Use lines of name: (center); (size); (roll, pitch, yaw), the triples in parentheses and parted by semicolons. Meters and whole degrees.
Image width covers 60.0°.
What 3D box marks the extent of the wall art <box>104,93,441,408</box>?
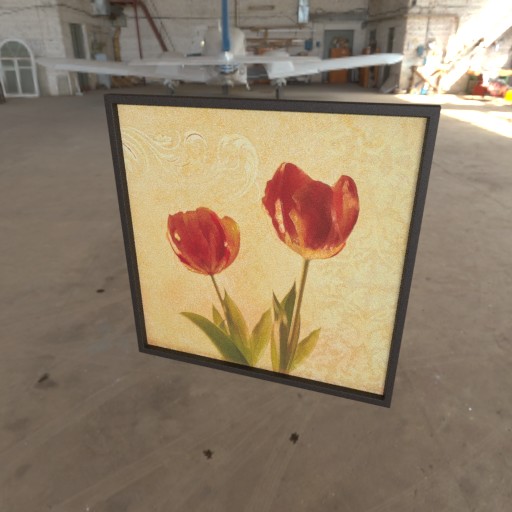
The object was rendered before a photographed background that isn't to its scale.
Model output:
wall art: (0.000, 0.000, 1.202); (0.805, 0.807, 0.043); (8, 26, 17)
